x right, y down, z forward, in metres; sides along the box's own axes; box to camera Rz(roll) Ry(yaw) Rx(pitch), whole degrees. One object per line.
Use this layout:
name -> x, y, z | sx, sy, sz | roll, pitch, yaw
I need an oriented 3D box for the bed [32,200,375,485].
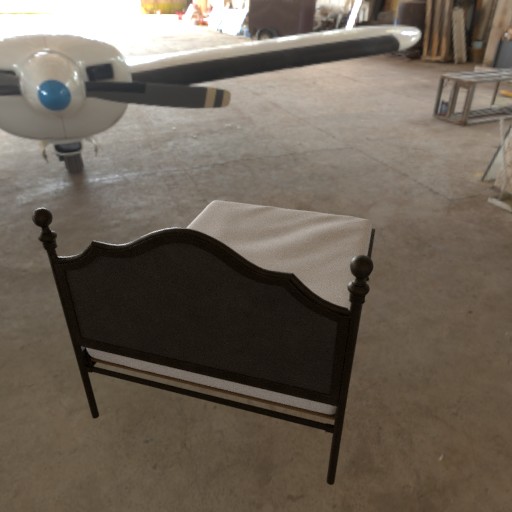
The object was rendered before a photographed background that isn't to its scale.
bed -> 0.000, 0.000, 3.220 | 1.642, 1.499, 2.224 | 9, 32, 15
